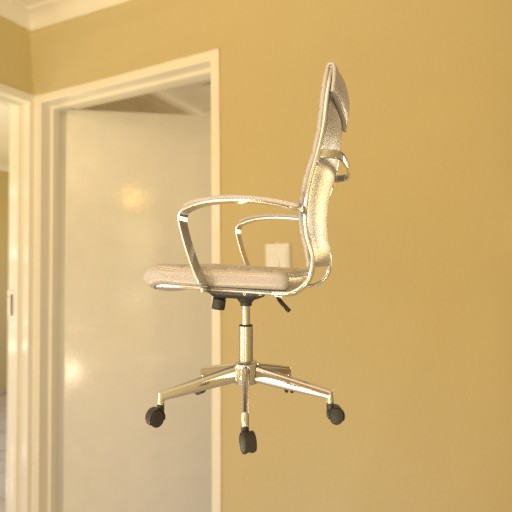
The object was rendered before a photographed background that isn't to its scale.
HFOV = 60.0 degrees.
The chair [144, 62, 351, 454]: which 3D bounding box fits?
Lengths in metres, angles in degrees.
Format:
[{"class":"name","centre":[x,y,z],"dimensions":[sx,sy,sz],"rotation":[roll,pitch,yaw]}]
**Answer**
[{"class":"chair","centre":[0.000,0.000,1.601],"dimensions":[0.667,1.149,0.679],"rotation":[0,-1,16]}]
